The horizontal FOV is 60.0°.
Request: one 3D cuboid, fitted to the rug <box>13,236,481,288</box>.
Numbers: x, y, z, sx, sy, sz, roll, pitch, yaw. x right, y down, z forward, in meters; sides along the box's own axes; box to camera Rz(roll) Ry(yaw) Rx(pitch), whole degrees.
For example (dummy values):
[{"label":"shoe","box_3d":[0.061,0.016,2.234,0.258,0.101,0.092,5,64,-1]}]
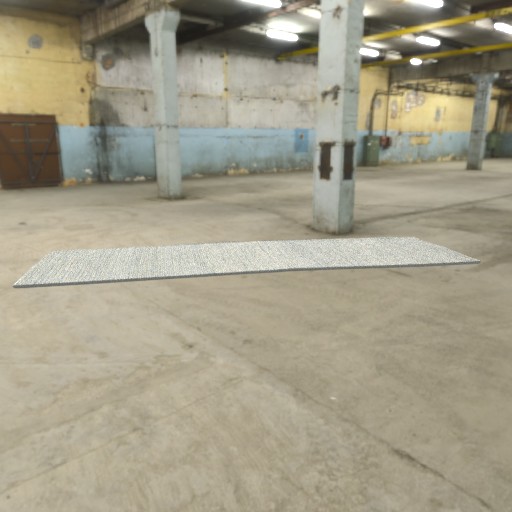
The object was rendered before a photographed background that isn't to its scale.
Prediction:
[{"label":"rug","box_3d":[0.000,0.000,2.499,2.341,0.037,0.675,-3,14,-10]}]
